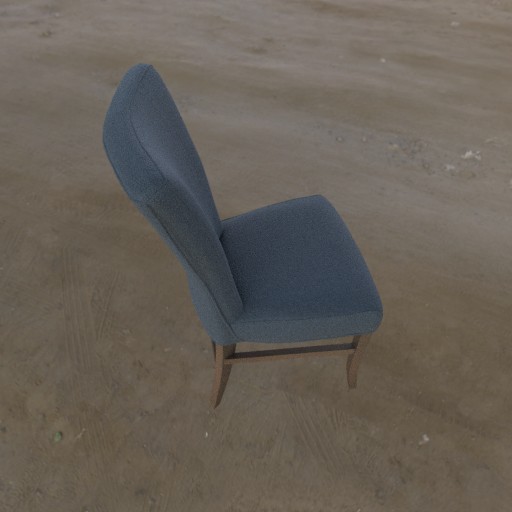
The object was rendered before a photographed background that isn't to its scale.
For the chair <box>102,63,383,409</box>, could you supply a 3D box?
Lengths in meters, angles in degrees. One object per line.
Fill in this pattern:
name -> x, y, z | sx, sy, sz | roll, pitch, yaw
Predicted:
chair -> 0.000, 0.000, 1.311 | 0.660, 0.991, 0.520 | -9, 48, -8
